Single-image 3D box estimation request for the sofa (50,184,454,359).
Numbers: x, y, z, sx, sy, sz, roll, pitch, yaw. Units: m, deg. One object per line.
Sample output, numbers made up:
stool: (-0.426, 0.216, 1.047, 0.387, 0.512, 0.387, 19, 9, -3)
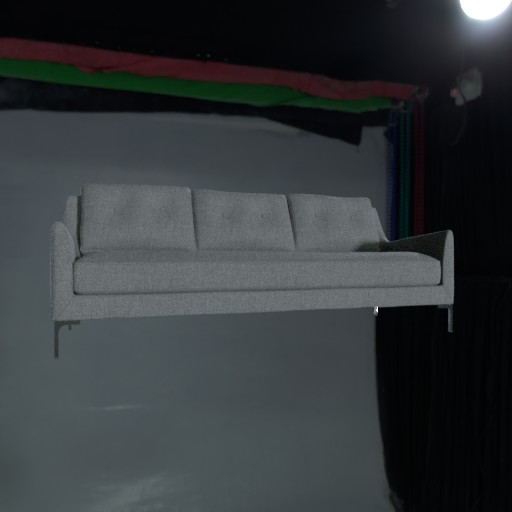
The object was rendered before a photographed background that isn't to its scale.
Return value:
sofa: (0.000, 0.000, 2.507, 2.060, 0.837, 0.849, 0, 0, -19)
